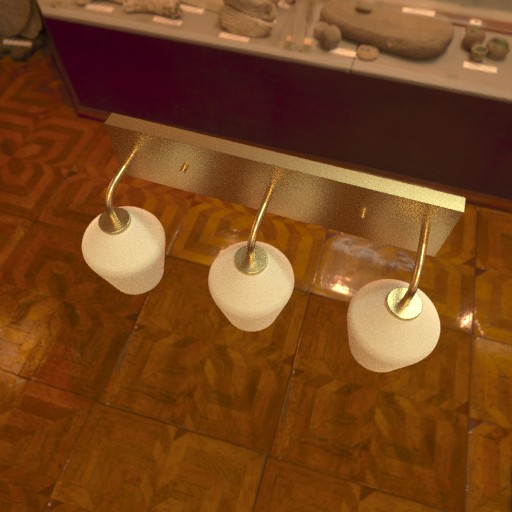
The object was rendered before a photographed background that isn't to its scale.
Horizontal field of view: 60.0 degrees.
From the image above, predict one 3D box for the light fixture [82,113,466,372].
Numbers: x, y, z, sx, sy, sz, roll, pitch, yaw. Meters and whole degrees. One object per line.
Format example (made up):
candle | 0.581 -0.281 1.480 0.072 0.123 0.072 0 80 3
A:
light fixture | 0.000 0.000 0.714 0.609 0.280 0.190 16 60 10
